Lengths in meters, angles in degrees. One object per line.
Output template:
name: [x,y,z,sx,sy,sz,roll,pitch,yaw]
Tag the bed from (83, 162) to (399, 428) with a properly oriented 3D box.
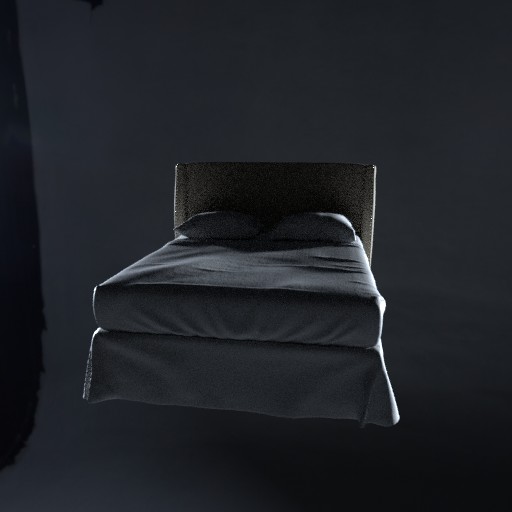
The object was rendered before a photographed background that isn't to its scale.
bed: [0.000,0.000,3.392,1.925,1.332,2.276,2,14,9]
